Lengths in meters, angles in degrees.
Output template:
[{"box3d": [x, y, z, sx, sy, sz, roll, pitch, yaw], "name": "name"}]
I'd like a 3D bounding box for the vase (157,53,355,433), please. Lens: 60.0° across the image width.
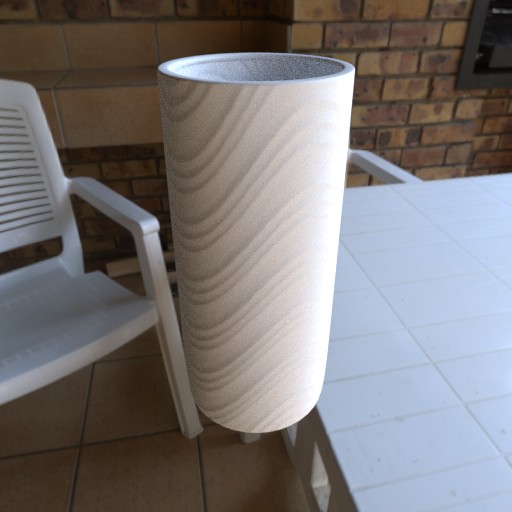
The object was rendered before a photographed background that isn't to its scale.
[{"box3d": [0.000, 0.000, 0.394, 0.143, 0.316, 0.143, 0, 31, 0], "name": "vase"}]
